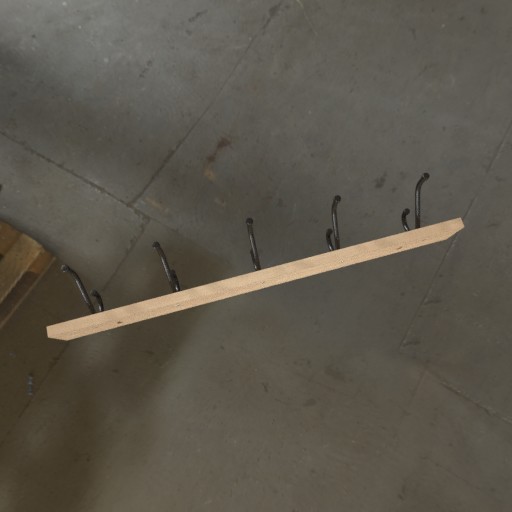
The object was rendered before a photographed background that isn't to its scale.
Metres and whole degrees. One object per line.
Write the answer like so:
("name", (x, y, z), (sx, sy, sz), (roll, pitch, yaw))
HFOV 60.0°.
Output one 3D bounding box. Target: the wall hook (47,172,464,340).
("wall hook", (0.000, 0.000, 0.597), (0.571, 0.117, 0.071), (-15, 76, -4))
